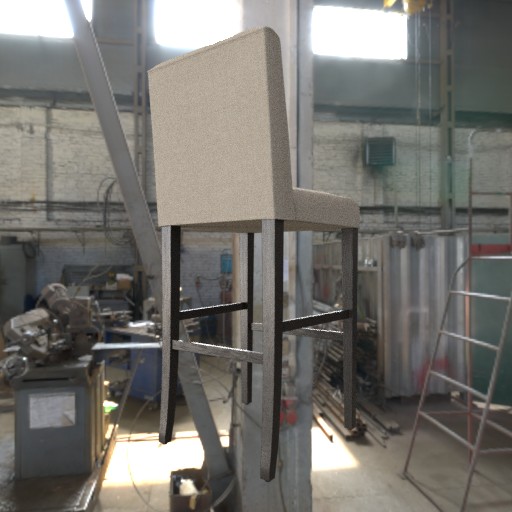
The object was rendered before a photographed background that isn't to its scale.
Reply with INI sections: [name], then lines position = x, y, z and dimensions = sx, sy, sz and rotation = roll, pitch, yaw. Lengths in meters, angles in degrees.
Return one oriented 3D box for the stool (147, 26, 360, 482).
[stool]
position = 0.000, 0.000, 1.377
dimensions = 0.474, 1.116, 0.509
rotation = 0, -1, 36
